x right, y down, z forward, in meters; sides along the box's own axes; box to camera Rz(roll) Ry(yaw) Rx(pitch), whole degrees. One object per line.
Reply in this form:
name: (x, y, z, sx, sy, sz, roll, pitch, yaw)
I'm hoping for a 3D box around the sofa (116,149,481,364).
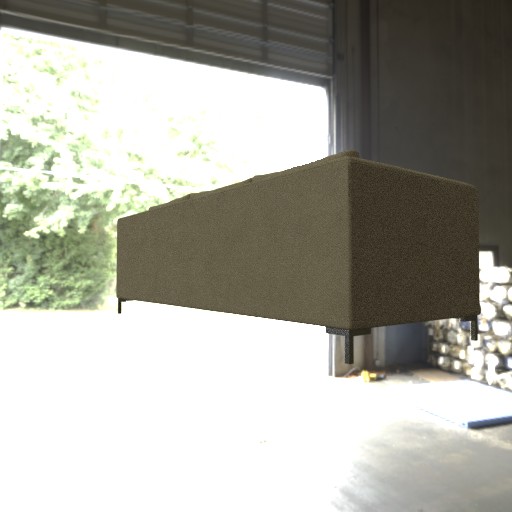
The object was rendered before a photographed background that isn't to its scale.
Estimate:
sofa: (0.000, 0.000, 2.845, 0.969, 0.867, 2.415, 1, -2, -37)
